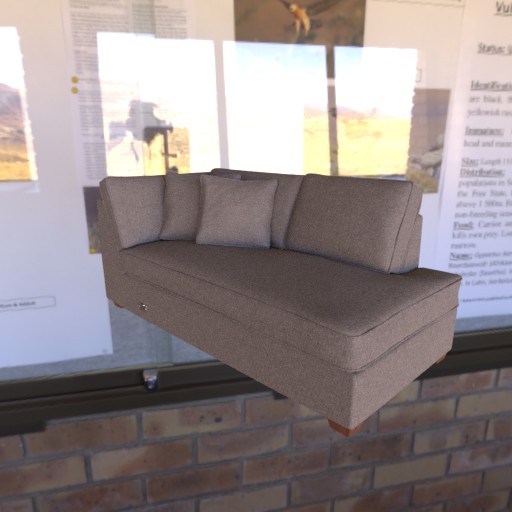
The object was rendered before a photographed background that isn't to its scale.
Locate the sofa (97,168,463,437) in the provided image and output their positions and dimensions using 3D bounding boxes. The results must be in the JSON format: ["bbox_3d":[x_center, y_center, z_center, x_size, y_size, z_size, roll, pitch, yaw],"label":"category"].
[{"bbox_3d":[0.000,0.000,2.857,2.237,1.033,1.110,15,22,43],"label":"sofa"}]
